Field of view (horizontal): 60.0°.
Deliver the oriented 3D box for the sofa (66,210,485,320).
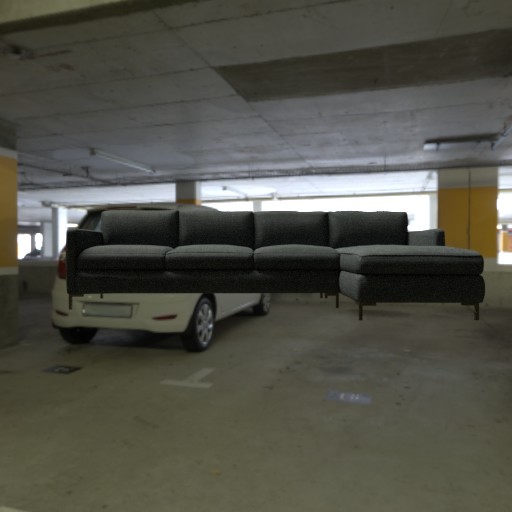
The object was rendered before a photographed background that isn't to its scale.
[{"bbox_3d":[0.000,0.000,3.464,2.932,0.810,1.350,0,1,0],"label":"sofa"}]
